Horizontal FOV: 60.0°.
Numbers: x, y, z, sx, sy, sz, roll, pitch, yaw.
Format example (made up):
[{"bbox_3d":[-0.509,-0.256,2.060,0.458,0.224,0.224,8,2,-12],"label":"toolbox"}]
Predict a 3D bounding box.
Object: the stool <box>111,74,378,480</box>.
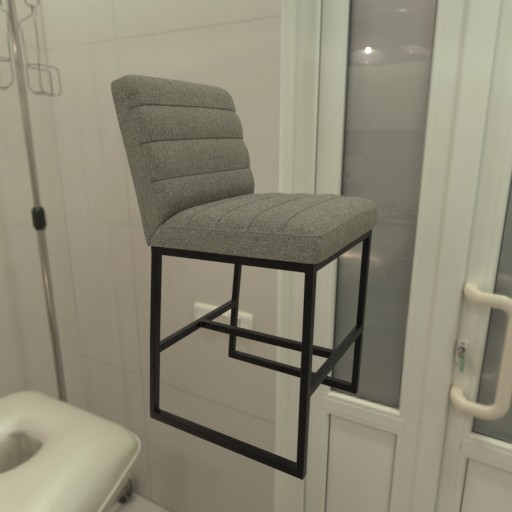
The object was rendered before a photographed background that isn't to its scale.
[{"bbox_3d":[0.000,0.000,1.240,0.560,0.940,0.460,9,18,29],"label":"stool"}]
